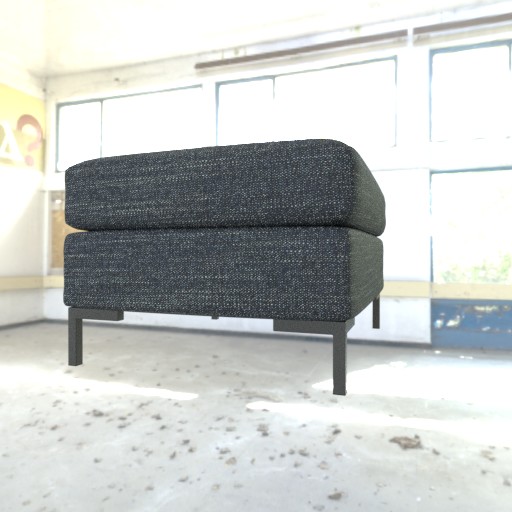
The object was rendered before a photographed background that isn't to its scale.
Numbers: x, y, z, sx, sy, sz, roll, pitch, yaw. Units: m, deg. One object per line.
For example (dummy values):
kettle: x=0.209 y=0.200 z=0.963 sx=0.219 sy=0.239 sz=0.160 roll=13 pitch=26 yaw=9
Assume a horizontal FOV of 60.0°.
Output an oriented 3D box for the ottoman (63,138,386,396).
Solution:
ottoman: x=0.000 y=0.000 z=1.249 sx=0.667 sy=0.491 sz=0.814 roll=0 pitch=0 yaw=20
